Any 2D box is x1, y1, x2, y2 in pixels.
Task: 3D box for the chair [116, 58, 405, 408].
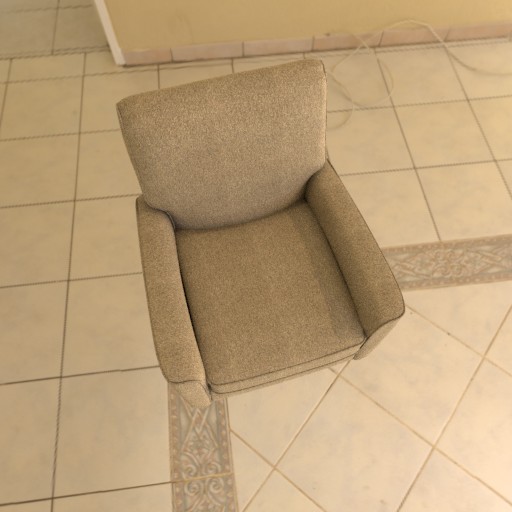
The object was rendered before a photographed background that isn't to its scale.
[{"bbox_3d":[0.000,0.000,1.657,0.841,1.028,0.858,-15,65,-7],"label":"chair"}]
